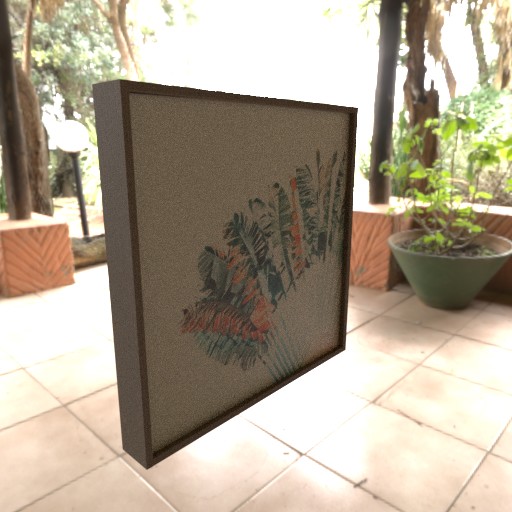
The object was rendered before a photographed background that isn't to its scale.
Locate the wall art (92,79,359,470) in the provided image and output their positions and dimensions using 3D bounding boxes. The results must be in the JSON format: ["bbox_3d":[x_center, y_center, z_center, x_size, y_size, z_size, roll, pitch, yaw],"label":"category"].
[{"bbox_3d":[0.000,0.000,0.450,0.038,0.303,0.304,13,19,42],"label":"wall art"}]
